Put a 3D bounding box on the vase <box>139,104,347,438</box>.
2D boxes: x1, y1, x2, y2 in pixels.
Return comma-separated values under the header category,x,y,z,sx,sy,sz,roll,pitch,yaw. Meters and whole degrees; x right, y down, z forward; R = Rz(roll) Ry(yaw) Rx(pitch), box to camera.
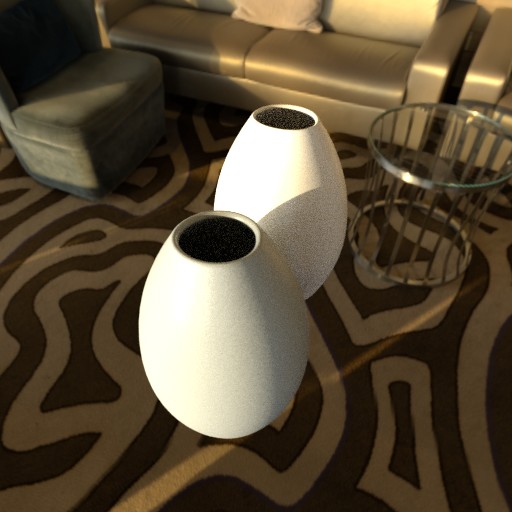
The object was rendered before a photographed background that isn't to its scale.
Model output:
category,x,y,z,sx,sy,sz,roll,pitch,yaw
vase,0.000,0.000,0.258,0.089,0.131,0.187,15,49,13
